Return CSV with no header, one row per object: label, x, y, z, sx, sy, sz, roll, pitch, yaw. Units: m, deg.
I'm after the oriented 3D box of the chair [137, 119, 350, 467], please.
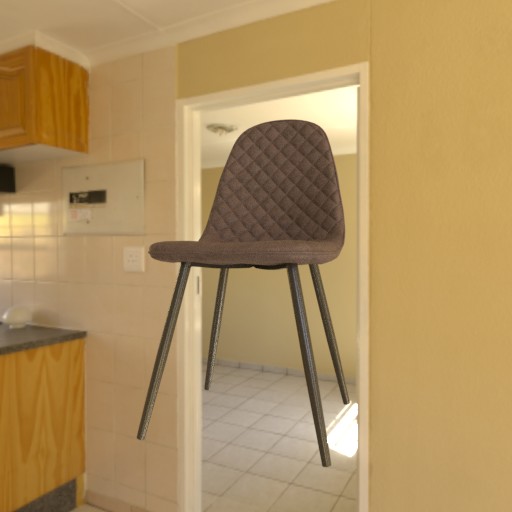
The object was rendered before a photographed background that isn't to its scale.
chair,0.000,0.000,1.213,0.472,0.889,0.561,0,1,17
